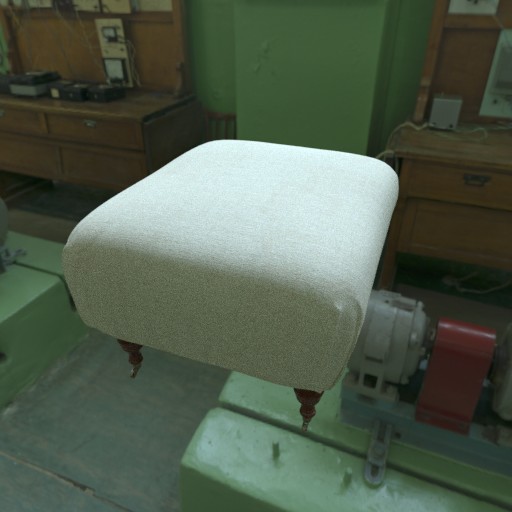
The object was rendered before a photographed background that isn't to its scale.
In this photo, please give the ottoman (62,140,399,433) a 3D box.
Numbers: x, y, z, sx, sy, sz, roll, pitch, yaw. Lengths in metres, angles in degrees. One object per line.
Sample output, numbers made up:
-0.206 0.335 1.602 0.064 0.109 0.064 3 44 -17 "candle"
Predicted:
0.000 0.000 1.145 0.622 0.450 0.747 11 33 18 "ottoman"
